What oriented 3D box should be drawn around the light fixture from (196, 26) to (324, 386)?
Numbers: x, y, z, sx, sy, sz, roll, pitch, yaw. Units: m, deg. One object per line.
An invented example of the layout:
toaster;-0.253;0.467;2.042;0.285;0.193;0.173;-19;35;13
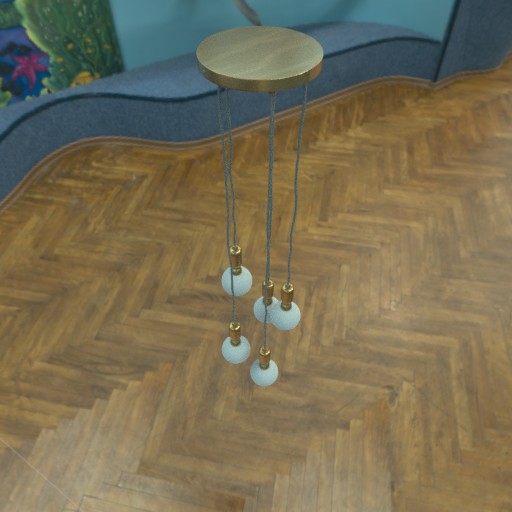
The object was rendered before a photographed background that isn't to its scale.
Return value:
light fixture;0.000;0.000;0.503;0.105;0.457;0.108;-25;52;-21
